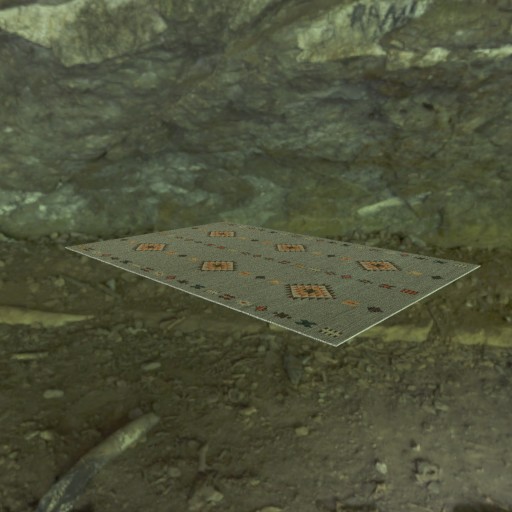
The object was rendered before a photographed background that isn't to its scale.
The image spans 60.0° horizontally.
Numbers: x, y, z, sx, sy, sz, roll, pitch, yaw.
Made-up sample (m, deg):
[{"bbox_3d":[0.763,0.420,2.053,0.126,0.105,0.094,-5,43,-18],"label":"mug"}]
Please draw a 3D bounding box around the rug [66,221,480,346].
[{"bbox_3d":[0.000,0.000,2.314,1.818,0.005,1.217,13,19,42],"label":"rug"}]
